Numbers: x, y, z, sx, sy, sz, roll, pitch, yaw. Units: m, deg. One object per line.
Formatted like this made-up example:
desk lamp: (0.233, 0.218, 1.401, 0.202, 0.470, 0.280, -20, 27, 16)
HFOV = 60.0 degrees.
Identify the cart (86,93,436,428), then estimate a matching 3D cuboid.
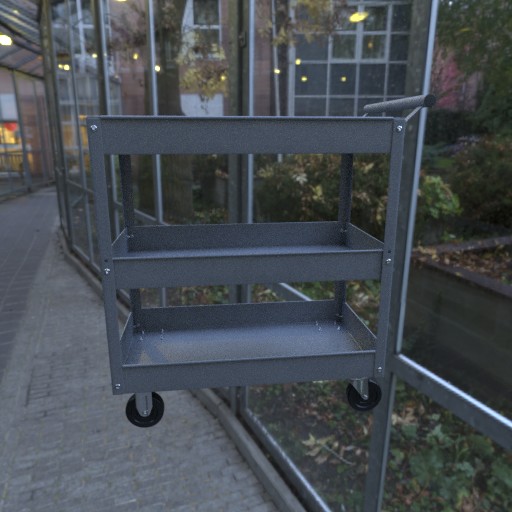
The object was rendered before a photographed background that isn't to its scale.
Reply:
cart: (0.000, 0.000, 1.163, 0.719, 0.780, 0.366, -2, 15, -7)
